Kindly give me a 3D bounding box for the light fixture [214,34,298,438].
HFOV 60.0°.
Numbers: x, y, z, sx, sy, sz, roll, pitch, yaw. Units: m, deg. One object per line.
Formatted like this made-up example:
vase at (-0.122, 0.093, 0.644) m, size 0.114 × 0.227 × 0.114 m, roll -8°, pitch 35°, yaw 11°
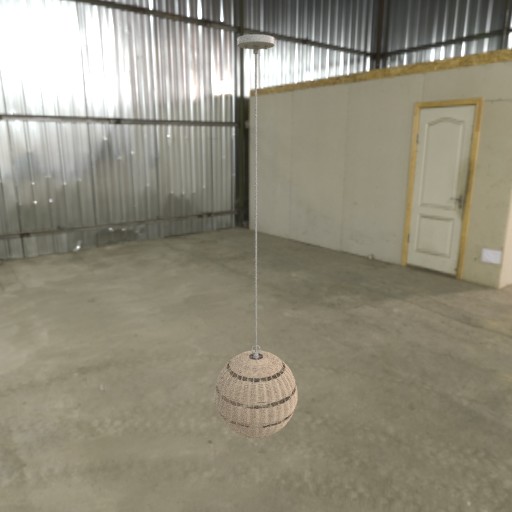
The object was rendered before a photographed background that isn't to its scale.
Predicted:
light fixture at (0.000, 0.000, 2.249) m, size 0.457 × 2.019 × 0.457 m, roll -2°, pitch 15°, yaw -8°
